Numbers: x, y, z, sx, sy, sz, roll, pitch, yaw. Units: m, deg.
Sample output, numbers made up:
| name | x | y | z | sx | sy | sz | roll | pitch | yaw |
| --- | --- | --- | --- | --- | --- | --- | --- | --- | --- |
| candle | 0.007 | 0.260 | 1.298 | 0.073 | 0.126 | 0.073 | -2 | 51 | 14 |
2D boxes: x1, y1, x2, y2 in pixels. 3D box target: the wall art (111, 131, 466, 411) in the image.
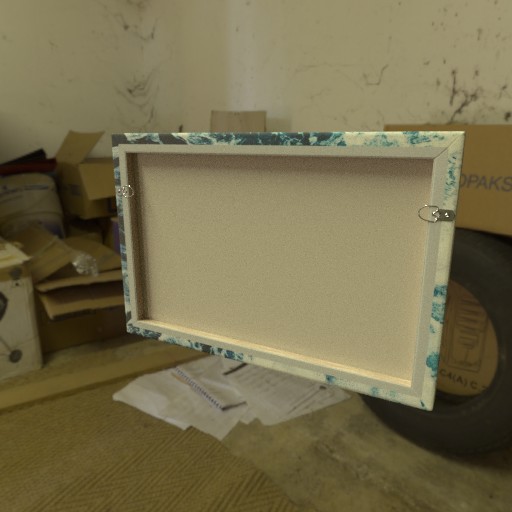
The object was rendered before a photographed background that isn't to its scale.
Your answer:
| name | x | y | z | sx | sy | sz | roll | pitch | yaw |
| --- | --- | --- | --- | --- | --- | --- | --- | --- | --- |
| wall art | 0.000 | 0.000 | 1.897 | 1.524 | 1.017 | 0.055 | 8 | 17 | 27 |
